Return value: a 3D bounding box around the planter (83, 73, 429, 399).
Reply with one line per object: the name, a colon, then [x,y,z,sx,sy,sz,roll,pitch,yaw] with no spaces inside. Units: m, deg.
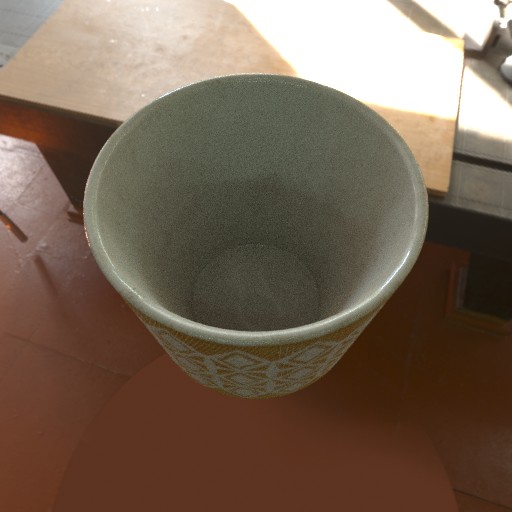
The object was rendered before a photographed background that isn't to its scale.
planter: [0.000,0.000,0.322,0.193,0.165,0.193,0,59,0]
